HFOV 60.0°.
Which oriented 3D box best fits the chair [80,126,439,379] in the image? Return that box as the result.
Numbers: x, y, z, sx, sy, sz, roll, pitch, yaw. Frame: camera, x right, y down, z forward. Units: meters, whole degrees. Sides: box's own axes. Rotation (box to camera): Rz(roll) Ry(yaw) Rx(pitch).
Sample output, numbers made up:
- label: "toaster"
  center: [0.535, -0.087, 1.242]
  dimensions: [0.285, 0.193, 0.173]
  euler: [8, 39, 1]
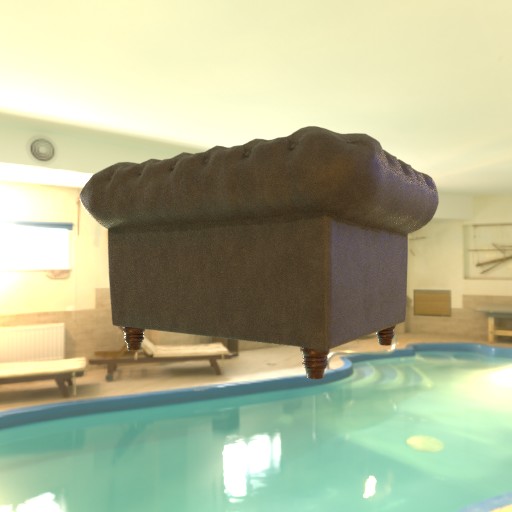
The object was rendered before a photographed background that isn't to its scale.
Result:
- label: "chair"
  center: [0.000, 0.000, 1.873]
  dimensions: [1.298, 0.780, 0.943]
  euler: [-1, -2, 34]
